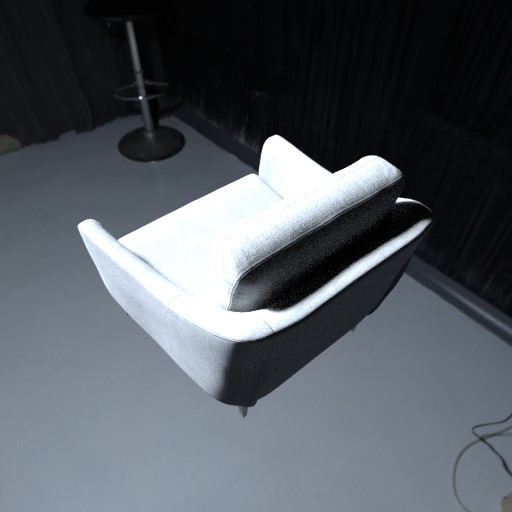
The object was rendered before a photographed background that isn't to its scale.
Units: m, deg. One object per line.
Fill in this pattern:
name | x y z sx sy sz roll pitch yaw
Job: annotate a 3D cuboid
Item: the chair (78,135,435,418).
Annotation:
chair | 0.000 0.000 1.714 0.986 0.902 0.961 -31 54 -26
